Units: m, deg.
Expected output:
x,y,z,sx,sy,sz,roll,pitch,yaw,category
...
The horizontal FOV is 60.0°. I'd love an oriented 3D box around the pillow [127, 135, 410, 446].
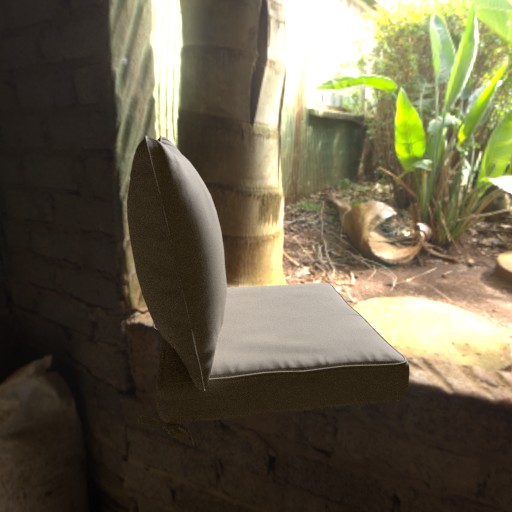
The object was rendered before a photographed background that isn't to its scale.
x,y,z,sx,sy,sz,roll,pitch,yaw,category
0.000,0.000,1.363,0.733,0.716,0.798,-2,15,-9,pillow
